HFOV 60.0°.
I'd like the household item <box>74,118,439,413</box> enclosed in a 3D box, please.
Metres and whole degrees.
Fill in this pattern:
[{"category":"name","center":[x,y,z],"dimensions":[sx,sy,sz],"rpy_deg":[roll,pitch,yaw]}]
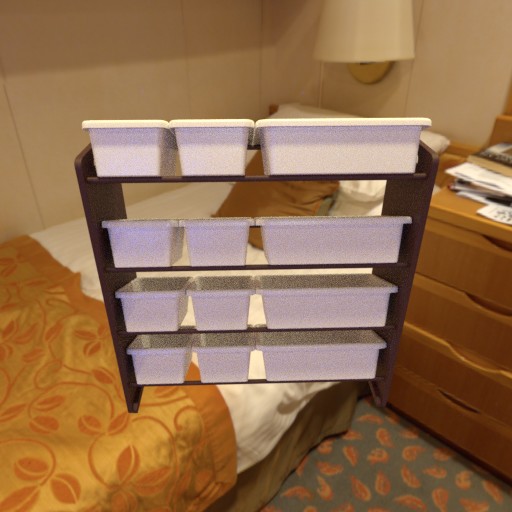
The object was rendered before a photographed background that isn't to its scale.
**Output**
[{"category":"household item","center":[0.000,0.000,1.293],"dimensions":[0.787,0.864,0.389],"rpy_deg":[-1,31,-2]}]
